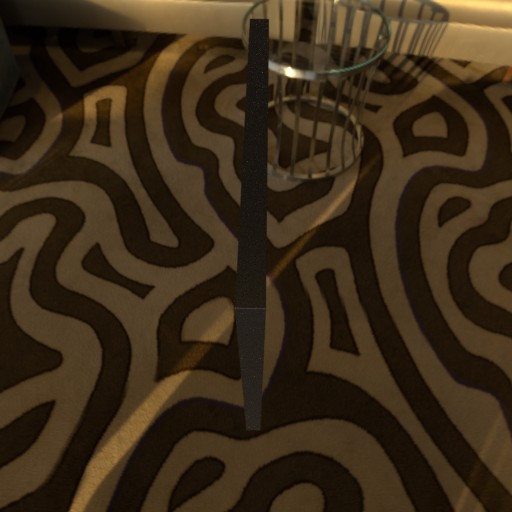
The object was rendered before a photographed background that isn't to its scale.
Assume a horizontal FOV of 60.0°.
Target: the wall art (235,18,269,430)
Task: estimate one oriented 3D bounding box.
[{"bbox_3d":[0.000,0.000,0.753,0.028,0.557,0.457,1,58,1],"label":"wall art"}]
